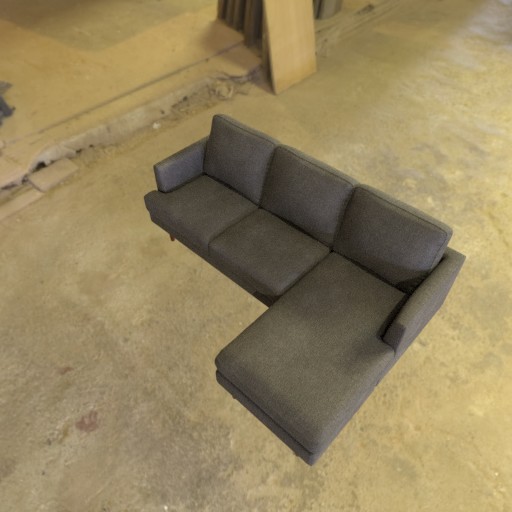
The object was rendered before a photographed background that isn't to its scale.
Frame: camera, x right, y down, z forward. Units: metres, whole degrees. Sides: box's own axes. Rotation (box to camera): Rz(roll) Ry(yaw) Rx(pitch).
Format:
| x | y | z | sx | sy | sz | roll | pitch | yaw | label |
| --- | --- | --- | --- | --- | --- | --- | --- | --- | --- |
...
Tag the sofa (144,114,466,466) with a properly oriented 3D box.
| x | y | z | sx | sy | sz | roll | pitch | yaw | label |
| --- | --- | --- | --- | --- | --- | --- | --- | --- | --- |
| 0.000 | 0.000 | 3.073 | 2.233 | 0.956 | 1.504 | 34 | 56 | 28 | sofa |
